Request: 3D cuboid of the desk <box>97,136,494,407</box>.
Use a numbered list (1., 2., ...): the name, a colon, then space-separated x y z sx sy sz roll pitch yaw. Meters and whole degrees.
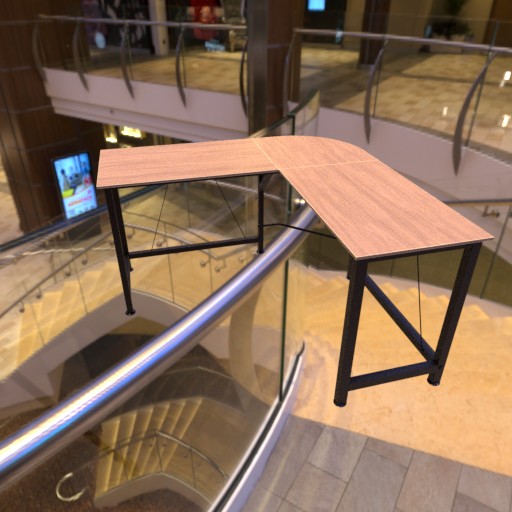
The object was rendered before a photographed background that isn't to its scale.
1. desk: 0.000 0.000 2.214 1.400 0.762 1.400 -8 32 -13
